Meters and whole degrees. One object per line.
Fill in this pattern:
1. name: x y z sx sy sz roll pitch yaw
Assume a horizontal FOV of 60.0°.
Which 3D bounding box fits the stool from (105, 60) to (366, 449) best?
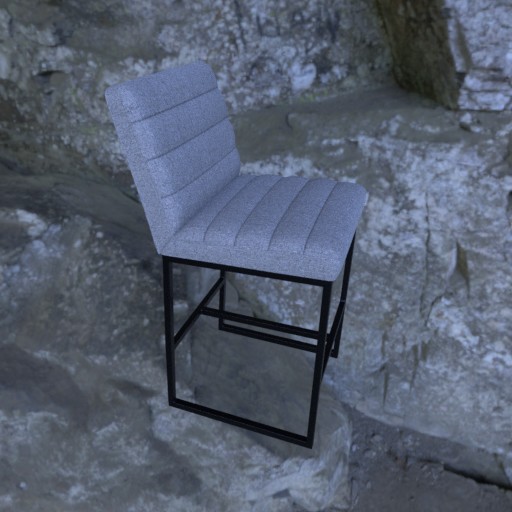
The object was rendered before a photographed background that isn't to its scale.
1. stool: 0.000 0.000 1.345 0.571 1.034 0.459 10 32 17
